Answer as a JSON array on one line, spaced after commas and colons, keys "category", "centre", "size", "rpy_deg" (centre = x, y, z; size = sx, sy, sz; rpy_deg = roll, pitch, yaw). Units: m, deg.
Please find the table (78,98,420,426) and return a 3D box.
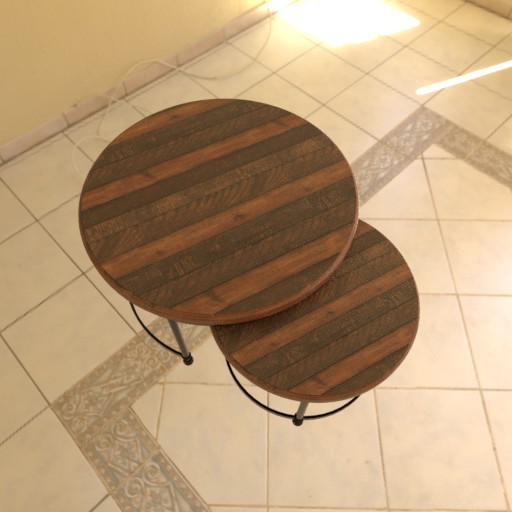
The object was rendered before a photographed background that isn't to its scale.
[{"category": "table", "centre": [0.000, 0.000, 1.559], "size": [1.152, 0.516, 0.870], "rpy_deg": [32, 64, 18]}]
